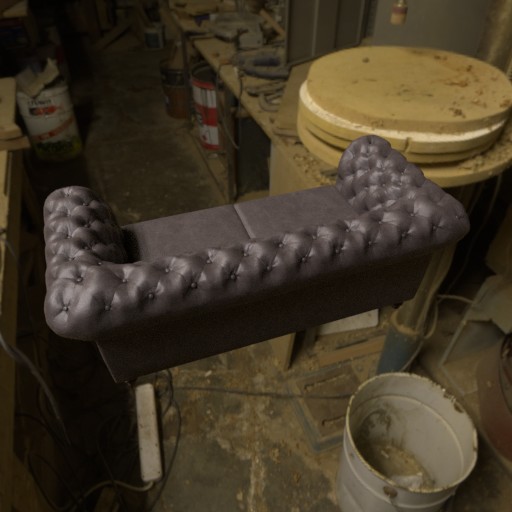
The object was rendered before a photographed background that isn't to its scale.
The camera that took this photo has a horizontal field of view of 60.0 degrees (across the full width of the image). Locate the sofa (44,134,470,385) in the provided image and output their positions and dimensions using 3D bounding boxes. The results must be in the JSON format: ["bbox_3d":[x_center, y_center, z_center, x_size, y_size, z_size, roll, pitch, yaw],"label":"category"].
[{"bbox_3d":[0.000,0.000,2.437,2.048,0.779,0.944,-13,43,-14],"label":"sofa"}]
